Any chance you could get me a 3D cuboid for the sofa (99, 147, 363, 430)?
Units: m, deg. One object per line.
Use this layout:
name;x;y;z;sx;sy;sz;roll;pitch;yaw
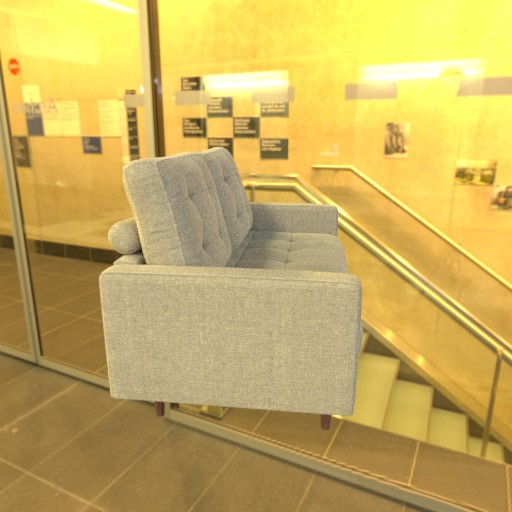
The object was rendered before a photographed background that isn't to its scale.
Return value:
sofa;0.000;0.000;1.974;0.842;0.907;1.407;2;16;7
